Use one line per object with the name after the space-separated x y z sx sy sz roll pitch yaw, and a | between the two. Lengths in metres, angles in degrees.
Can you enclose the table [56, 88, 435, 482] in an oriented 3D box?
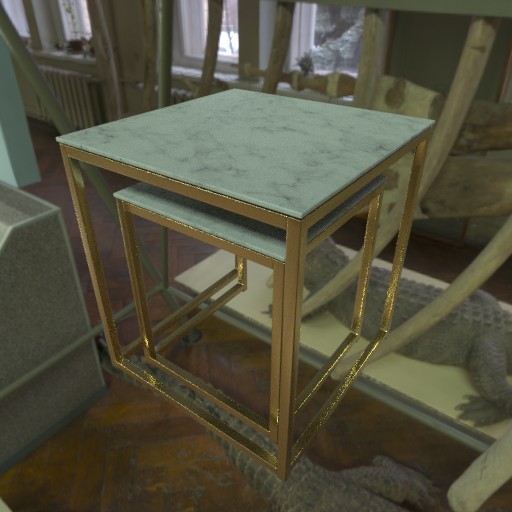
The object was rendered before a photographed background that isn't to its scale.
0.000 0.000 0.868 0.450 0.500 0.450 21 38 30 | table
